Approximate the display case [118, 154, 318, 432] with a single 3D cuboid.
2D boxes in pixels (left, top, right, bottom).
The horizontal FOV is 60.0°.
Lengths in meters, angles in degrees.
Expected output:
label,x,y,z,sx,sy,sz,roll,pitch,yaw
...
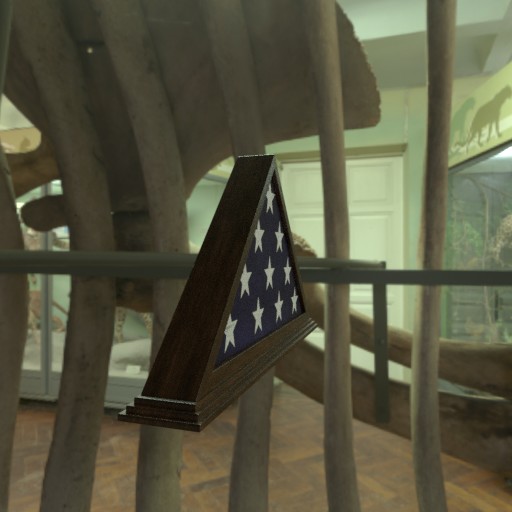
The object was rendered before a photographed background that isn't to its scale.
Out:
label,x,y,z,sx,sy,sz,roll,pitch,yaw
display case,0.000,0.000,0.752,0.095,0.340,0.640,0,1,18
